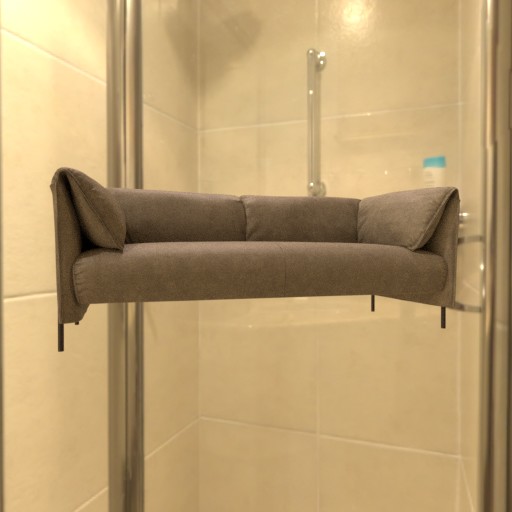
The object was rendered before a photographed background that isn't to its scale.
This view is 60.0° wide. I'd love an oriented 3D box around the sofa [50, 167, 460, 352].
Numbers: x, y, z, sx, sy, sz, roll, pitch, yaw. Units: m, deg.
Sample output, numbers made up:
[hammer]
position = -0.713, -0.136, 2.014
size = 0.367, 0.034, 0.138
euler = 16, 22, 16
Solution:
[sofa]
position = 0.000, 0.000, 2.335
size = 1.878, 0.747, 0.905
euler = 0, 1, -17
